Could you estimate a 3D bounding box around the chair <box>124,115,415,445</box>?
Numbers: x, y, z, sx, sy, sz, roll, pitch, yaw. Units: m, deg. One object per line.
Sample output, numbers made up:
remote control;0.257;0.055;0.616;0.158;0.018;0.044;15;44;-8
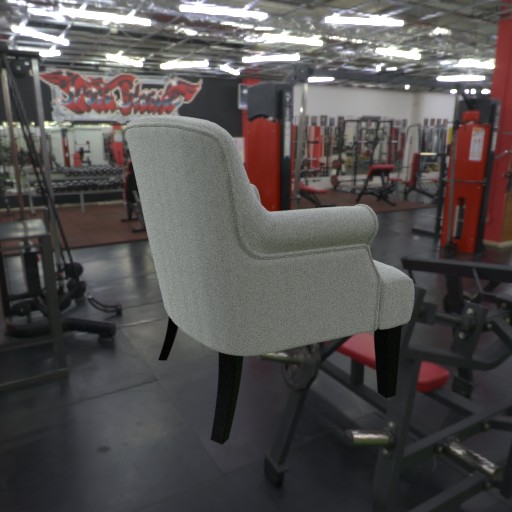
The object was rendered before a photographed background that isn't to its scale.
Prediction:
chair;0.000;0.000;1.484;0.750;0.875;0.781;-8;16;-27
